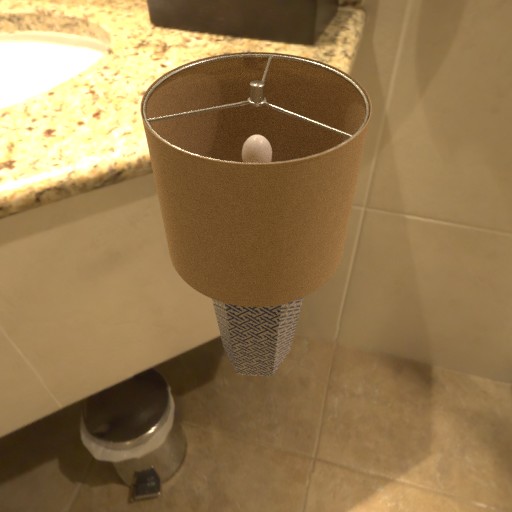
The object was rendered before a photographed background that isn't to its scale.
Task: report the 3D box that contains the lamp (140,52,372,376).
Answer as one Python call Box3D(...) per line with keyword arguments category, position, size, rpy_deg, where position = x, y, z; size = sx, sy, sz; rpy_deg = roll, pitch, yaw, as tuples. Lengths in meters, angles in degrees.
Box3D(category="lamp", position=(0.000, 0.000, 0.853), size=(0.320, 0.682, 0.320), rpy_deg=(-16, 48, -15))
